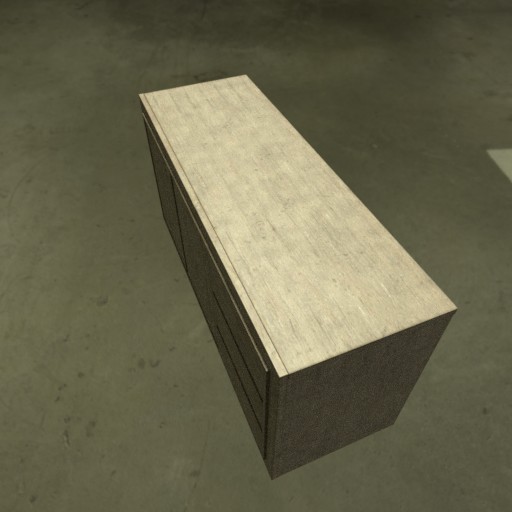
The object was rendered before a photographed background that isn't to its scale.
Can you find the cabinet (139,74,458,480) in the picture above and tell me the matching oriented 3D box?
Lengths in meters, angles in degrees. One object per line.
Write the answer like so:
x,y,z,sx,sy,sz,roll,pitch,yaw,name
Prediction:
0.000,0.000,1.830,0.511,0.825,1.460,-17,49,-15,cabinet
